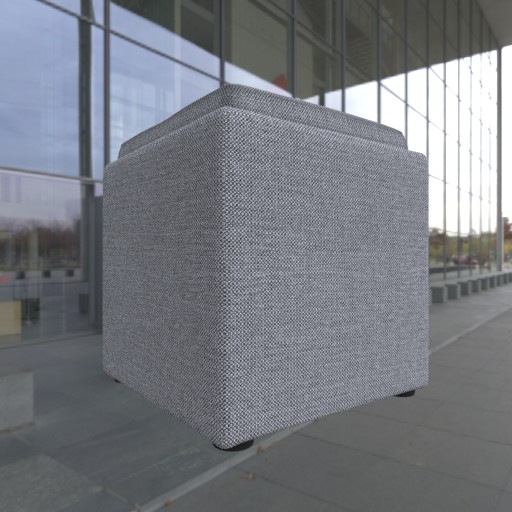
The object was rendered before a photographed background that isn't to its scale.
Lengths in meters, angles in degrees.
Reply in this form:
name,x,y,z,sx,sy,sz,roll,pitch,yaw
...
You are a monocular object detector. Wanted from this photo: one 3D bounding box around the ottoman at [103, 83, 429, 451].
name,x,y,z,sx,sy,sz,roll,pitch,yaw
ottoman,0.000,0.000,0.835,0.436,0.487,0.454,0,0,-37
